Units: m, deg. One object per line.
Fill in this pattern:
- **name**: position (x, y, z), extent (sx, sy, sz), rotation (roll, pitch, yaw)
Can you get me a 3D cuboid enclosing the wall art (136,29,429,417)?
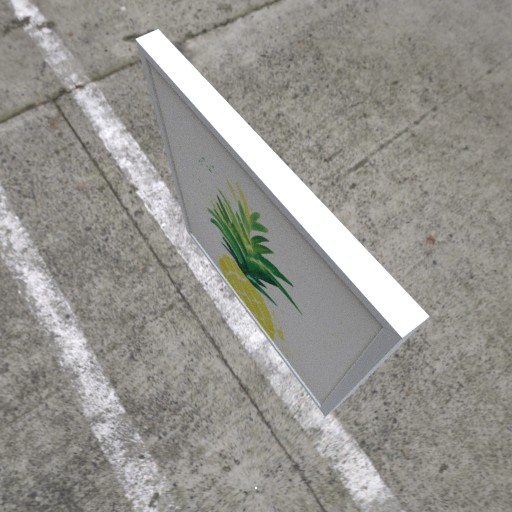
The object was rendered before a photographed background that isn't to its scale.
- **wall art**: position (0.000, 0.000, 0.729), extent (0.035, 0.507, 0.508), rotation (-32, 67, -16)
